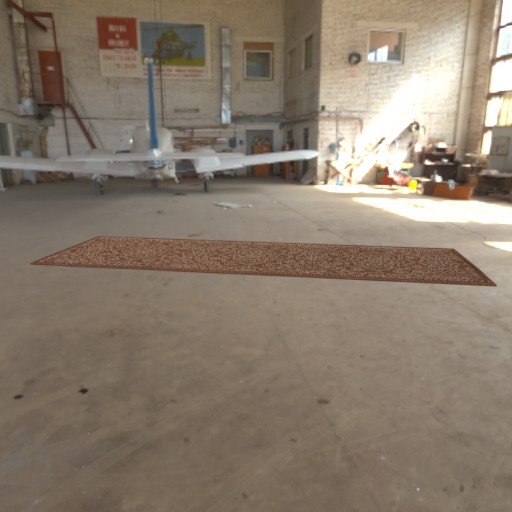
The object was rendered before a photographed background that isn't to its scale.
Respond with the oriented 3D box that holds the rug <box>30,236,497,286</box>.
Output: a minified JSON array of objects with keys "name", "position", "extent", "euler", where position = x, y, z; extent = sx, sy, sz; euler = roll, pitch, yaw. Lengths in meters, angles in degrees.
[{"name":"rug","position":[0.000,0.000,2.652],"extent":[2.448,0.012,0.769],"euler":[2,14,9]}]
